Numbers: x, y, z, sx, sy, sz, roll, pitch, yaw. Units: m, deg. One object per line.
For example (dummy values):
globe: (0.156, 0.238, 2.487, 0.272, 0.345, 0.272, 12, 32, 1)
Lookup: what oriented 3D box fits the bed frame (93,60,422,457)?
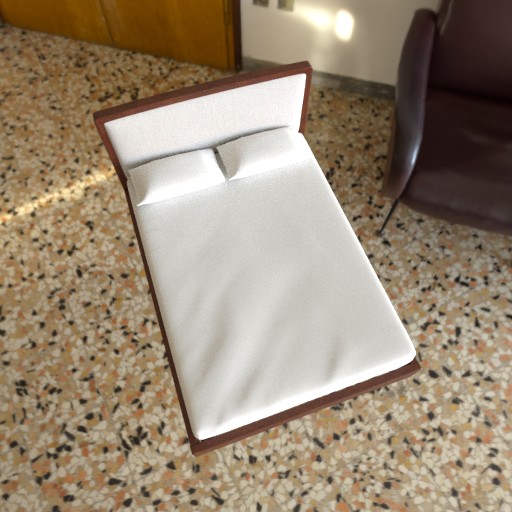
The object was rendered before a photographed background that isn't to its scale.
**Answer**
bed frame: (0.000, 0.000, 3.165, 1.587, 1.279, 2.171, -17, 64, -9)
